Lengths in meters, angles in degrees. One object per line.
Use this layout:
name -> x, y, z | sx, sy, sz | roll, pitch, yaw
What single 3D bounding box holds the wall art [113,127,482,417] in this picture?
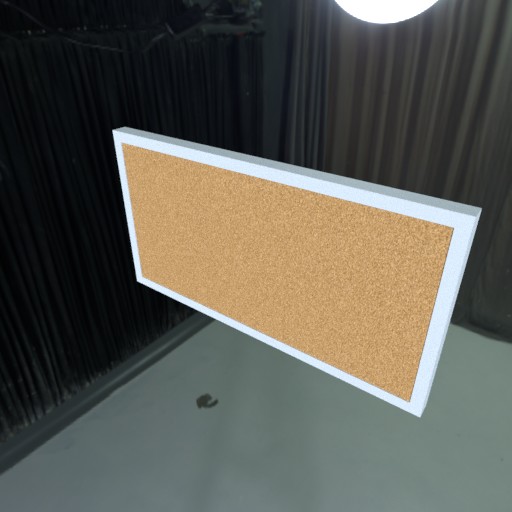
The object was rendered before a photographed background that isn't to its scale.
wall art -> 0.000, 0.000, 0.969 | 0.812, 0.431, 0.038 | 20, 36, 30
